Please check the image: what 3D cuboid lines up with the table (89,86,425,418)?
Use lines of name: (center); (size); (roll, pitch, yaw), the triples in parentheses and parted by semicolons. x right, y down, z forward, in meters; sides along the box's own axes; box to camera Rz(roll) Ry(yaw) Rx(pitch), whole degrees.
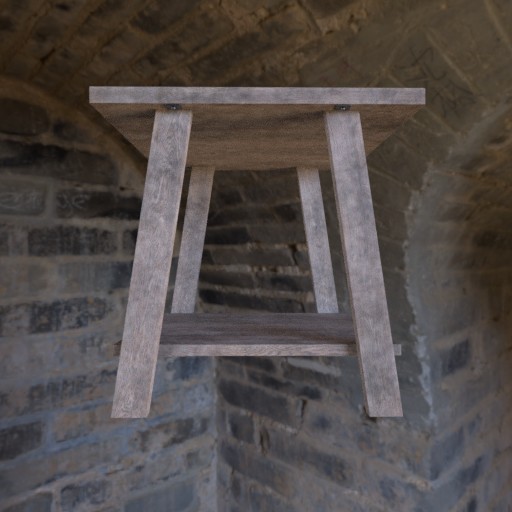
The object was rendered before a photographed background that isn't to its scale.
table: (0.000, 0.000, 1.106); (0.610, 0.610, 0.610); (0, 0, -1)
